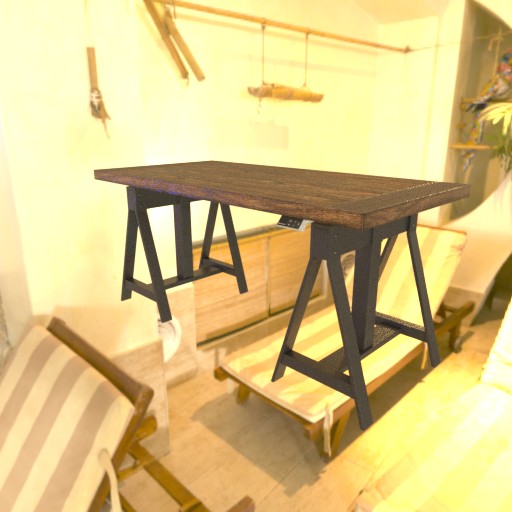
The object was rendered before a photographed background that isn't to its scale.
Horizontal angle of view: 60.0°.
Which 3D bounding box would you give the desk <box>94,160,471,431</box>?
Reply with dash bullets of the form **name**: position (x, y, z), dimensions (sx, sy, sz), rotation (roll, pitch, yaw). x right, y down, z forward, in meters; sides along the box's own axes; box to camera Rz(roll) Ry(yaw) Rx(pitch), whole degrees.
- **desk**: position (0.000, 0.000, 2.036), dimensions (1.543, 0.725, 0.784), rotation (16, 23, 42)
